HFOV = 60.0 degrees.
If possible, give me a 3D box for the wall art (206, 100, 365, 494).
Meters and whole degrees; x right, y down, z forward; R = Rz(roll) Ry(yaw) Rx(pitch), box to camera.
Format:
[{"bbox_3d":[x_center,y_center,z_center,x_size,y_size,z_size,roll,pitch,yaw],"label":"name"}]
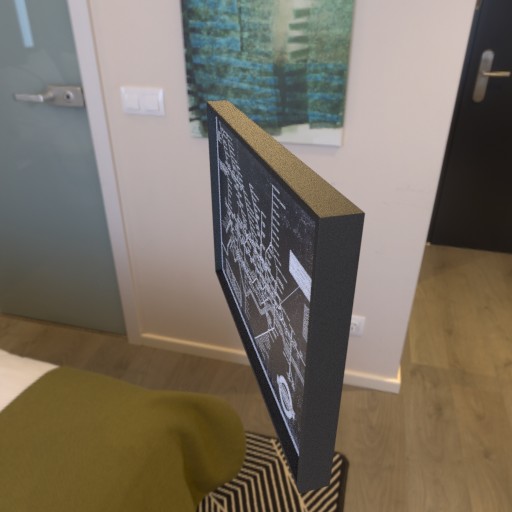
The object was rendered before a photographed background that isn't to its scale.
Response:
[{"bbox_3d":[0.000,0.000,0.847,0.051,0.456,0.671,-8,30,-13],"label":"wall art"}]
